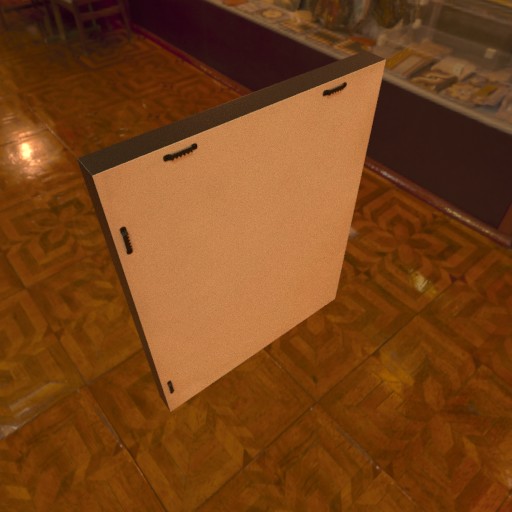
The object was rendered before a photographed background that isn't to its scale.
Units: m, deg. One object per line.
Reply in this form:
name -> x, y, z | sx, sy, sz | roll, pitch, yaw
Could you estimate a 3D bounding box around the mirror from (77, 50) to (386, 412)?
mirror -> 0.000, 0.000, 0.685 | 0.406, 0.509, 0.041 | -30, 54, -25
